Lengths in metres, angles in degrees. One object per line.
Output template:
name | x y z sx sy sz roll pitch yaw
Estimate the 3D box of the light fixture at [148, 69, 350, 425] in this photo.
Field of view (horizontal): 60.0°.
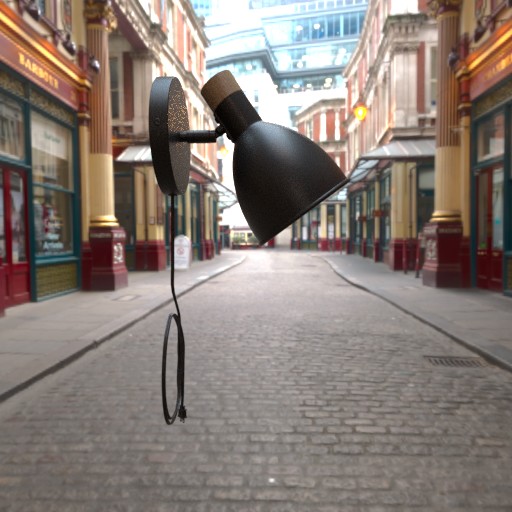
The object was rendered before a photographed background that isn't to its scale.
light fixture | 0.000 0.000 0.487 0.203 0.401 0.127 0 2 1
